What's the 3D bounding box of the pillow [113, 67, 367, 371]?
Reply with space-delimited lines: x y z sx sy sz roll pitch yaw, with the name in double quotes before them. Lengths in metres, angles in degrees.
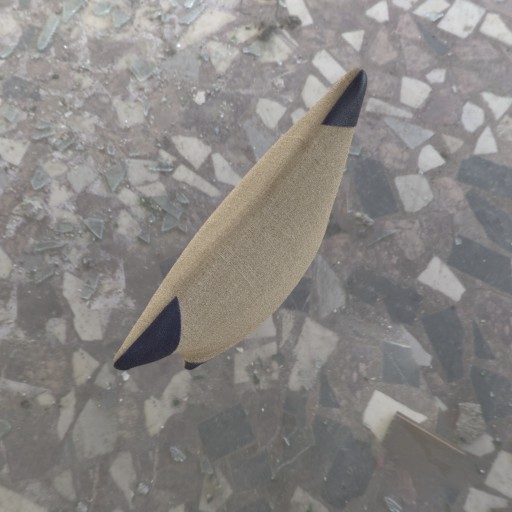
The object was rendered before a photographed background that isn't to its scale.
"pillow" 0.000 0.000 0.687 0.147 0.441 0.440 36 78 9
